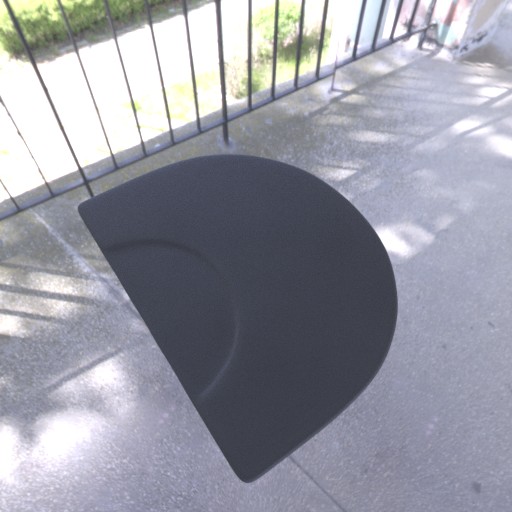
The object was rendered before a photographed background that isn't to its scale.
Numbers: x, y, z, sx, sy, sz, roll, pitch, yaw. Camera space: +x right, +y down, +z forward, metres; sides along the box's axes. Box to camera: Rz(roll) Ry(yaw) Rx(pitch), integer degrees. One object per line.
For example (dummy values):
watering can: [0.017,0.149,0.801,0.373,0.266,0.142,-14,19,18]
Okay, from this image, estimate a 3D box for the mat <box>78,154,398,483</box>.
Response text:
mat: [0.000,0.000,1.626,0.917,0.016,1.220,-30,61,-18]
